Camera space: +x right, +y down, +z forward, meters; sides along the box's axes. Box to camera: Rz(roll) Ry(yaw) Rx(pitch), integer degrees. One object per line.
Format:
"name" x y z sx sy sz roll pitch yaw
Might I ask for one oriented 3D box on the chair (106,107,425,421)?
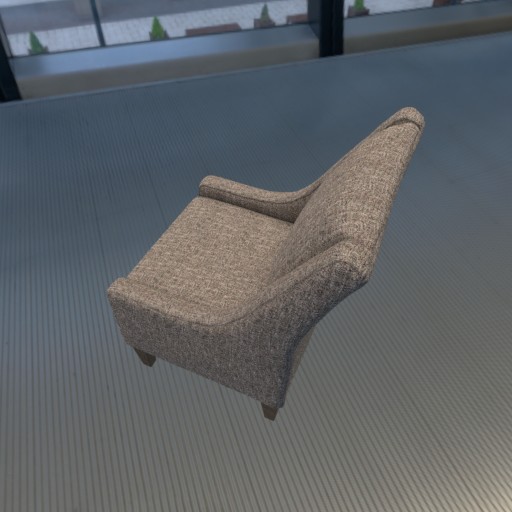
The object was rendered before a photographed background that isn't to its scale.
"chair" 0.000 0.000 1.658 0.870 1.014 0.774 18 49 16
